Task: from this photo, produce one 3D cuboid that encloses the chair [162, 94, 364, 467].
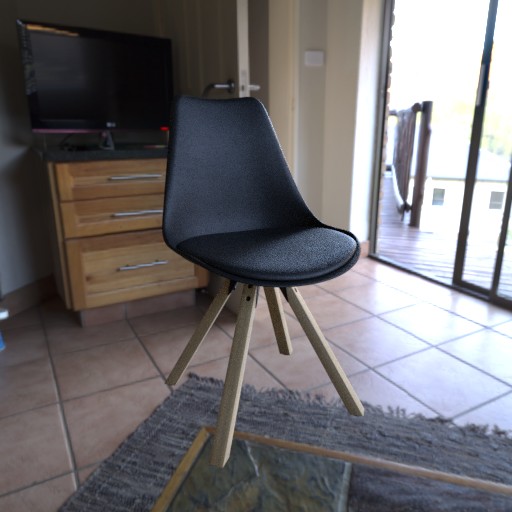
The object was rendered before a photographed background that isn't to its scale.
[{"bbox_3d":[0.000,0.000,1.205,0.485,0.850,0.549,-8,18,-26],"label":"chair"}]
